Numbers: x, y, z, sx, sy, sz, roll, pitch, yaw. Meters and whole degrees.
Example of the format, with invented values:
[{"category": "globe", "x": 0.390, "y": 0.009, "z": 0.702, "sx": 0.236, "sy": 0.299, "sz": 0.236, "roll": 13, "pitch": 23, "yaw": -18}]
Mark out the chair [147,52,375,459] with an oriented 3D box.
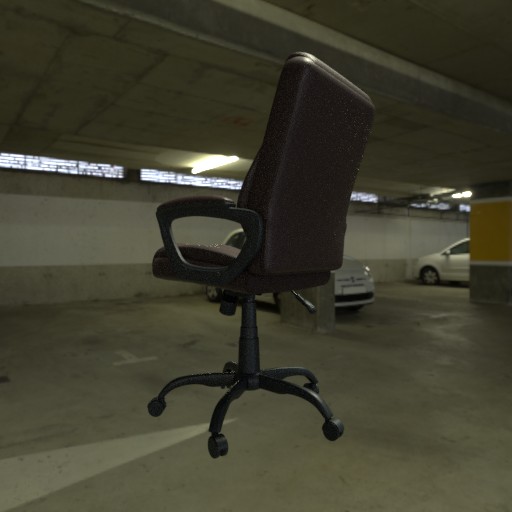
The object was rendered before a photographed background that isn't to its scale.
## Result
[{"category": "chair", "x": 0.000, "y": 0.000, "z": 1.462, "sx": 0.655, "sy": 1.072, "sz": 0.615, "roll": 1, "pitch": 1, "yaw": 36}]
